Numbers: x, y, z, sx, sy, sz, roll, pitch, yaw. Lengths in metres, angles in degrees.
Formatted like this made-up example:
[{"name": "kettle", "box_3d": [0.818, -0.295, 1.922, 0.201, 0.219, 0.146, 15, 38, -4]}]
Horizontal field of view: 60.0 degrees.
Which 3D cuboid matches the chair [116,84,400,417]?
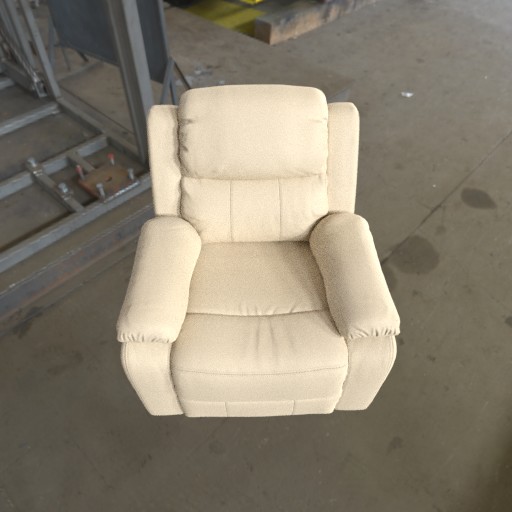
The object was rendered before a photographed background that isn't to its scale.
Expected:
[{"name": "chair", "box_3d": [0.000, 0.000, 1.246, 0.680, 0.702, 0.709, -1, 48, -1]}]
